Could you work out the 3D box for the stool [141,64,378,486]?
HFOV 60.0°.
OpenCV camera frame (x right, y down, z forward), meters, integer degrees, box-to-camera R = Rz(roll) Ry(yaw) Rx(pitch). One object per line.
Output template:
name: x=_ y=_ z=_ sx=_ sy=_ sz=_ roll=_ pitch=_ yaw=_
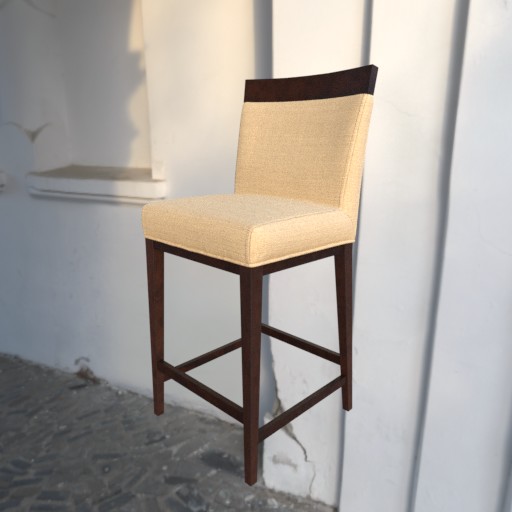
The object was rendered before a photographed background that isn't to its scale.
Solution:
stool: x=0.000 y=0.000 z=1.402 sx=0.511 sy=1.117 sz=0.531 roll=14 pitch=21 yaw=43
